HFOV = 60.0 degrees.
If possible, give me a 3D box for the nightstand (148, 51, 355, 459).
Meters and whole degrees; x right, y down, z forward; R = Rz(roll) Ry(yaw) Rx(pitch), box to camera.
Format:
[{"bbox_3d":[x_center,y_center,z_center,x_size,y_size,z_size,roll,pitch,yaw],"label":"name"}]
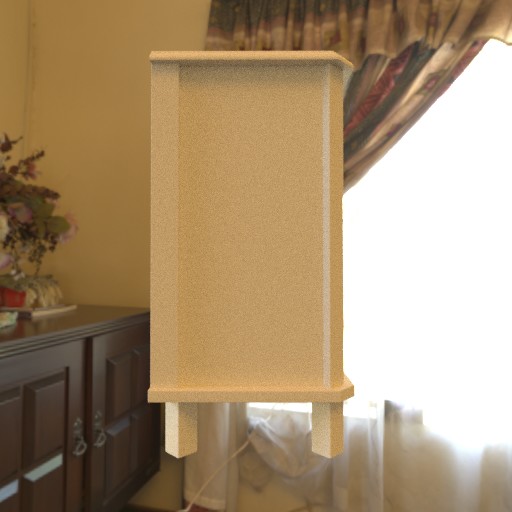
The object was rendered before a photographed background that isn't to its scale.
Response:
[{"bbox_3d":[0.000,0.000,0.943,0.351,0.681,0.435,0,-1,0],"label":"nightstand"}]
